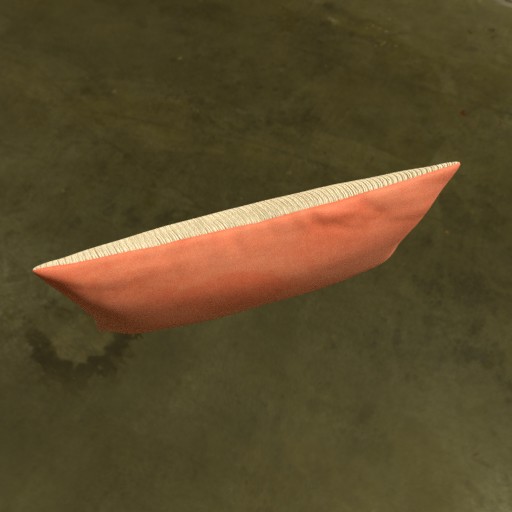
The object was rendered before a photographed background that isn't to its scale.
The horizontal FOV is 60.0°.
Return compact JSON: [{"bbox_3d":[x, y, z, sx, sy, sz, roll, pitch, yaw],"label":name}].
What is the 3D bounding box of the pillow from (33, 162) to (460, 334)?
[{"bbox_3d":[0.000,0.000,0.741,0.608,0.307,0.155,-15,60,-9],"label":"pillow"}]
